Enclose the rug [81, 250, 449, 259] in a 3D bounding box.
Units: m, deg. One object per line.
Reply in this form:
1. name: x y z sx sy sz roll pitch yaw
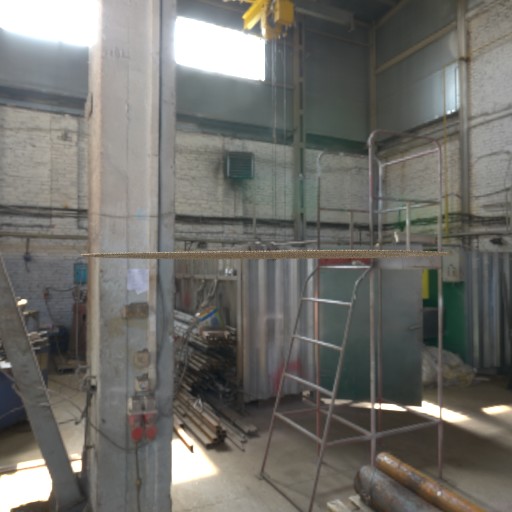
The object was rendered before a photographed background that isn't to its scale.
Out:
1. rug: 0.000 0.000 3.034 2.432 0.006 1.520 -1 -2 18
